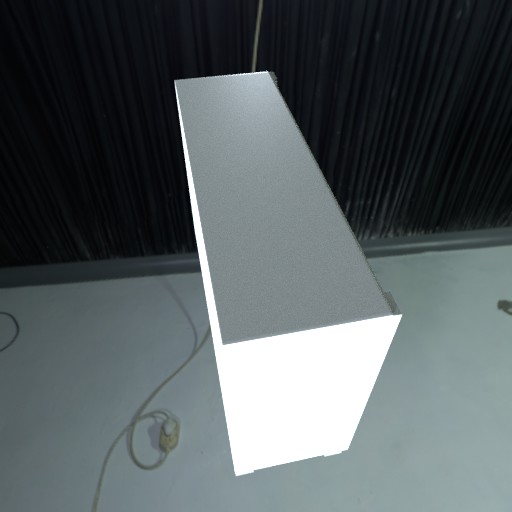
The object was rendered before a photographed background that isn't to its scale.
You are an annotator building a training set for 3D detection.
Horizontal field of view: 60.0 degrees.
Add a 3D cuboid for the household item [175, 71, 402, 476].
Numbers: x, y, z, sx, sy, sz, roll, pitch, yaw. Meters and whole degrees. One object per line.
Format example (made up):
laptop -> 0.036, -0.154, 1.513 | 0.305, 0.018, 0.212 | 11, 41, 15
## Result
household item -> 0.000, 0.000, 1.745 | 0.420, 0.867, 1.300 | -9, 47, -8
